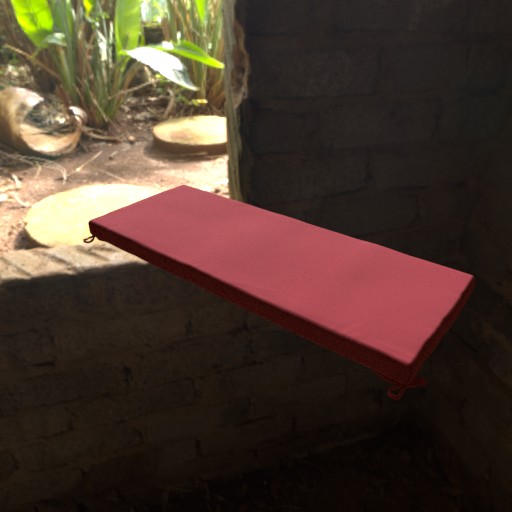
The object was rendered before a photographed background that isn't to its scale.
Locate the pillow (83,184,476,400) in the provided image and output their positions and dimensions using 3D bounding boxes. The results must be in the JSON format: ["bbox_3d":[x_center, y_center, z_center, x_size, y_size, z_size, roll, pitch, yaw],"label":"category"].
[{"bbox_3d":[0.000,0.000,1.355,1.187,0.081,0.492,21,36,33],"label":"pillow"}]
